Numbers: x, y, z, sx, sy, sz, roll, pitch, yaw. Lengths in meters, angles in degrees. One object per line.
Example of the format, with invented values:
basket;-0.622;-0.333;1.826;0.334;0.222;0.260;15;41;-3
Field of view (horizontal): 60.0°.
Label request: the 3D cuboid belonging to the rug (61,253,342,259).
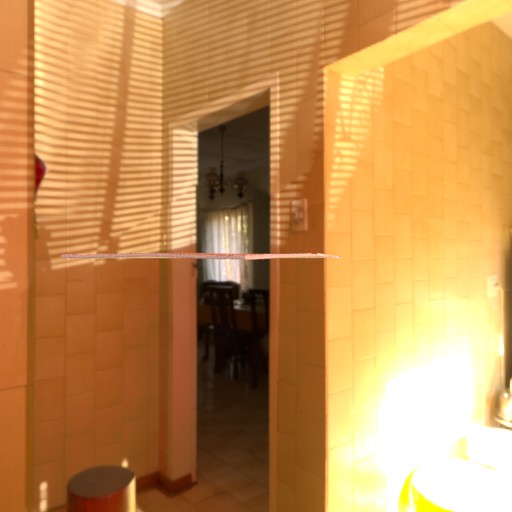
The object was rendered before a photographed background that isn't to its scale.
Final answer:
rug;0.000;0.000;2.566;0.692;0.032;2.320;0;0;18
